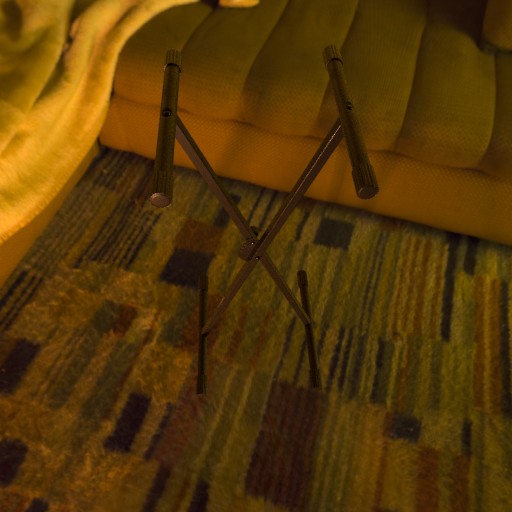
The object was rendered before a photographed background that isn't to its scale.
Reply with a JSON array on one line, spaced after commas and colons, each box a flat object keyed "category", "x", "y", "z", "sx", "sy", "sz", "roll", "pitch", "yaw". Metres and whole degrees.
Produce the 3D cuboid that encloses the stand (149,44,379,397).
[{"category": "stand", "x": 0.000, "y": 0.000, "z": 1.183, "sx": 0.409, "sy": 0.940, "sz": 0.449, "roll": -3, "pitch": 56, "yaw": -2}]
